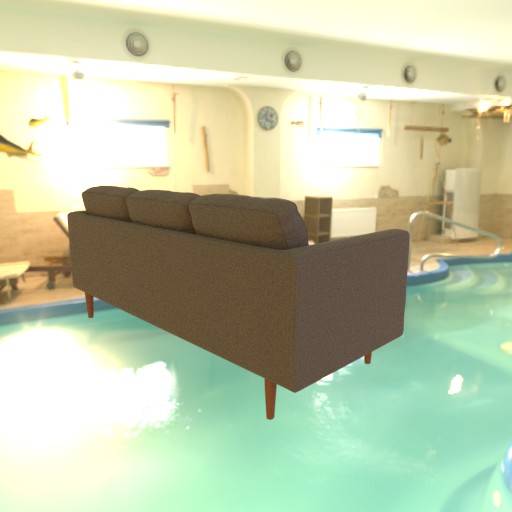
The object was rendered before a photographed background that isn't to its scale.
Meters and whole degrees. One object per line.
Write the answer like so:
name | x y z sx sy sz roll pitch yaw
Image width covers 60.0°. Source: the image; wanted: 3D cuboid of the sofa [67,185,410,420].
sofa | 0.000 0.000 2.851 1.591 0.897 2.031 -11 16 -43
